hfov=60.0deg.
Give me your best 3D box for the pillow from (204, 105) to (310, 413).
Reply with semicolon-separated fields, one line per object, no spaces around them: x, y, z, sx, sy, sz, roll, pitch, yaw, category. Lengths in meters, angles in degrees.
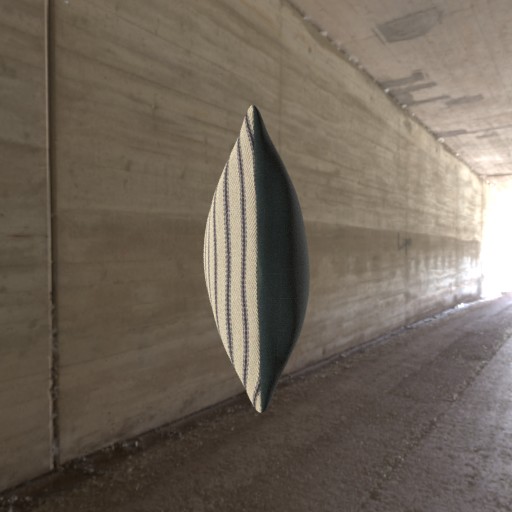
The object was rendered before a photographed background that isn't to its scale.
0.000;0.000;0.731;0.151;0.305;0.609;0;1;0;pillow
